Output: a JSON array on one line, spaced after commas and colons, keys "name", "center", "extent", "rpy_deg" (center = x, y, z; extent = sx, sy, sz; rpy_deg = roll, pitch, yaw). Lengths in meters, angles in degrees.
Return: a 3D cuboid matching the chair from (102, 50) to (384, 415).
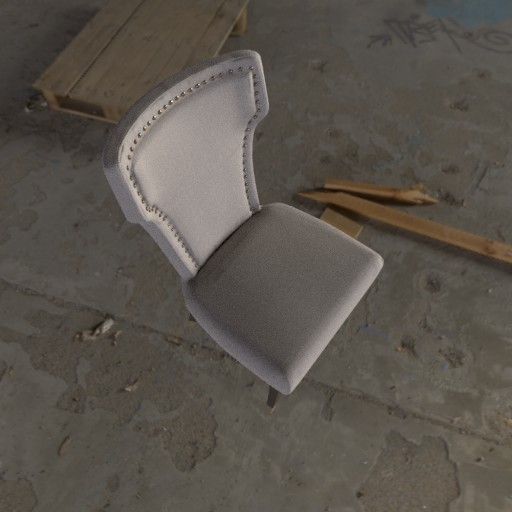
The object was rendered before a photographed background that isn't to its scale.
[{"name": "chair", "center": [0.000, 0.000, 1.341], "extent": [0.630, 0.950, 0.526], "rpy_deg": [34, 65, 19]}]
